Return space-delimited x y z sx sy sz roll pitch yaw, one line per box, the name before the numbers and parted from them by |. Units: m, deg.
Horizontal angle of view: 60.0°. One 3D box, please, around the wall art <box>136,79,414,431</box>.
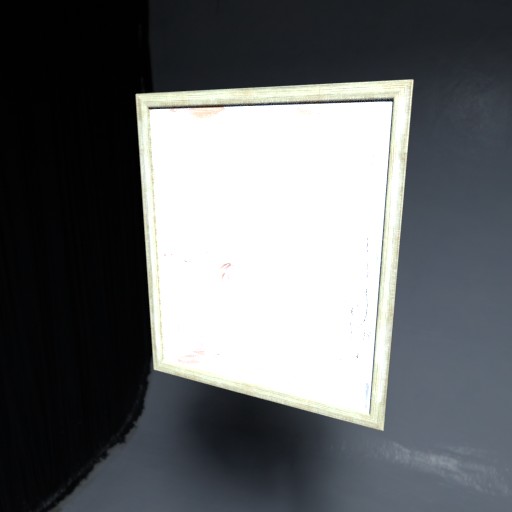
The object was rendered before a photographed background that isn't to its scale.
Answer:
wall art | 0.000 0.000 0.784 0.483 0.559 0.009 7 16 24
